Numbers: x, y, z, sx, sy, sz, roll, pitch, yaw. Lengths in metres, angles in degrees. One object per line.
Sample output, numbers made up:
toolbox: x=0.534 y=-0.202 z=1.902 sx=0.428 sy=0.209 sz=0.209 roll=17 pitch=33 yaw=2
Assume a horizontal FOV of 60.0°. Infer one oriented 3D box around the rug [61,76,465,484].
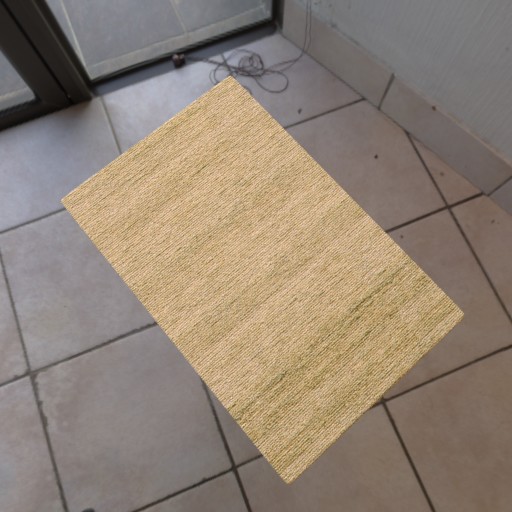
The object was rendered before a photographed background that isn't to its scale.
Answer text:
rug: x=0.000 y=0.000 z=2.194 sx=1.143 sy=0.010 sz=1.758 roll=-40 pitch=79 yaw=-10
